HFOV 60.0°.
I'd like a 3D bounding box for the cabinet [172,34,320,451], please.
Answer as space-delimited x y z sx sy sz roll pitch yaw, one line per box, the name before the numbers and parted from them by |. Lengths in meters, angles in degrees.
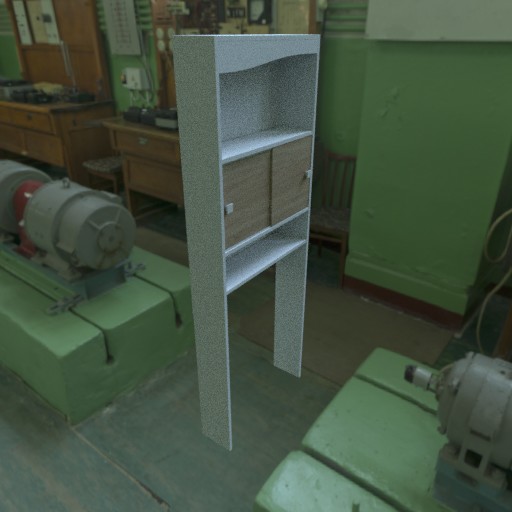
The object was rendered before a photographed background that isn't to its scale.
cabinet | 0.000 0.000 1.983 0.192 1.770 0.643 18 32 32
